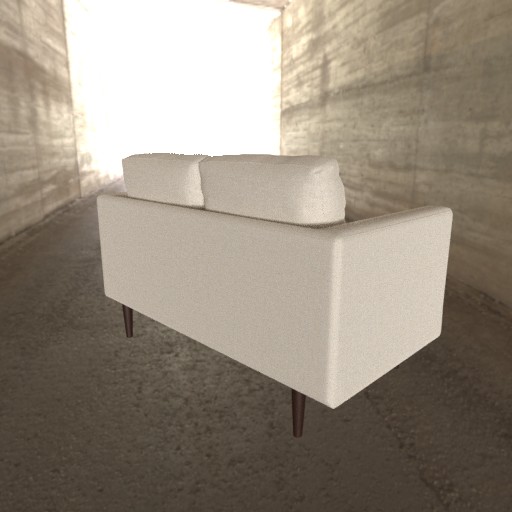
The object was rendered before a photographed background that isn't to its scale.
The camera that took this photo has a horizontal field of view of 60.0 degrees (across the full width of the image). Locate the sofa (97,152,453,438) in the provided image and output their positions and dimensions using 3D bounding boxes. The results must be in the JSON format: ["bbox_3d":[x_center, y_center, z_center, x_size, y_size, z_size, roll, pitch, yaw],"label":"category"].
[{"bbox_3d":[0.000,0.000,1.990,0.796,0.908,1.430,-14,20,-43],"label":"sofa"}]
